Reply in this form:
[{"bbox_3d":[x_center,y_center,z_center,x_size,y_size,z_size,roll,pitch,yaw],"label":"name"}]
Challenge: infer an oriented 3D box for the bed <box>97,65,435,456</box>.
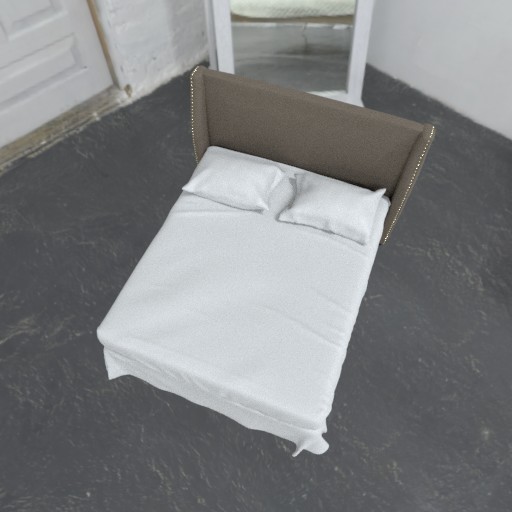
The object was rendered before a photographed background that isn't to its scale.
[{"bbox_3d":[0.000,0.000,3.374,1.925,1.332,2.276,19,61,11],"label":"bed"}]
